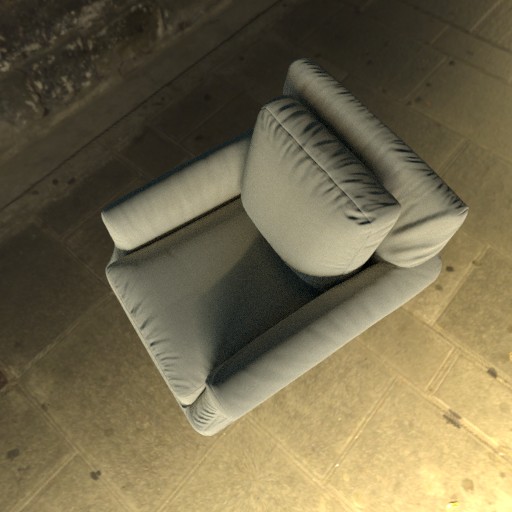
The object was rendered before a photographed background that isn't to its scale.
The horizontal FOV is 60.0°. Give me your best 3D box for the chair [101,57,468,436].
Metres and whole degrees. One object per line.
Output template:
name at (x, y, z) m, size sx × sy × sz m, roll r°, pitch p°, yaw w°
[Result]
chair at (0.000, 0.000, 1.702) m, size 1.066 × 0.866 × 0.940 m, roll -31°, pitch 67°, yaw -15°
